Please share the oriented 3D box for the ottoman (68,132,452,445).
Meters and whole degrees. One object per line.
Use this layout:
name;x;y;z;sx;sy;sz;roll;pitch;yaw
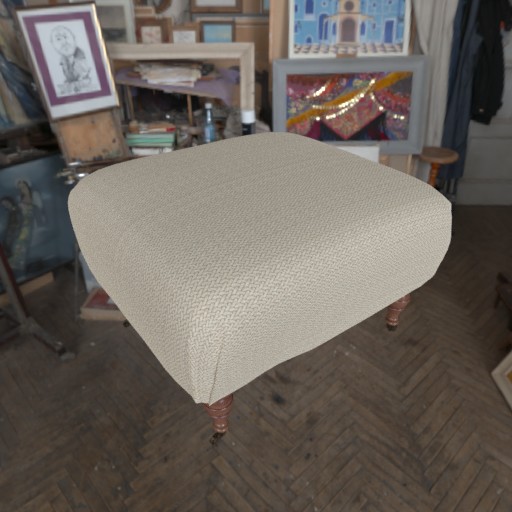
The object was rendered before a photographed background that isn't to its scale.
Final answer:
ottoman;0.000;0.000;1.053;0.684;0.447;0.622;-22;38;-30
